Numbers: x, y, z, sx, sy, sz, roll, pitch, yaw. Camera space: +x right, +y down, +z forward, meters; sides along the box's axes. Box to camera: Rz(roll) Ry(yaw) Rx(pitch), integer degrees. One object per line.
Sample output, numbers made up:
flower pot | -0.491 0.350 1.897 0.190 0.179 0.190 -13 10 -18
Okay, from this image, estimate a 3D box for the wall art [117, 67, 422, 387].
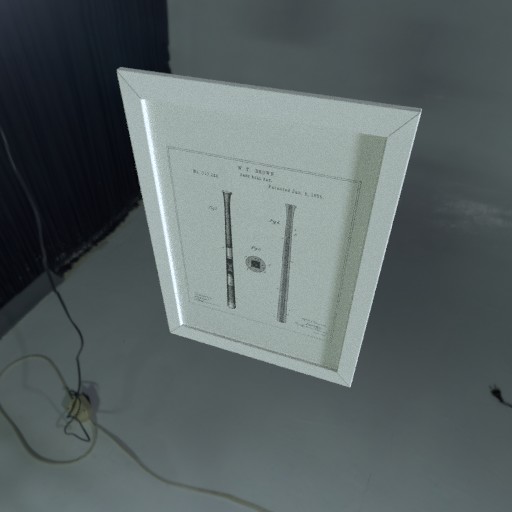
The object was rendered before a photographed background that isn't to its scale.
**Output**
wall art | 0.000 0.000 0.695 0.374 0.529 0.012 13 43 15
